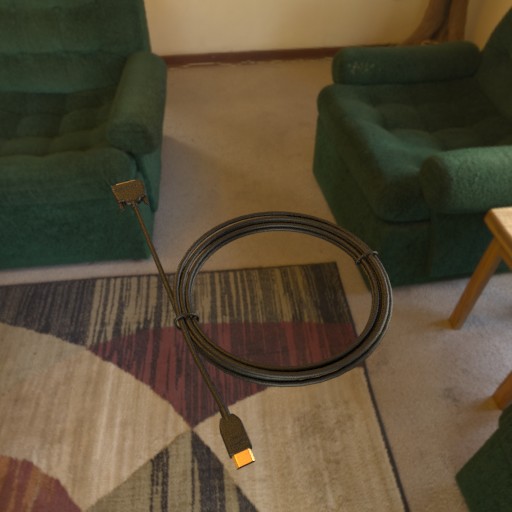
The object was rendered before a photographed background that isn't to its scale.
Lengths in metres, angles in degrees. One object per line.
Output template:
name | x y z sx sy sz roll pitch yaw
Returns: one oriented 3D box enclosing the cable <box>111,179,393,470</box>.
cable | 0.000 0.000 0.518 0.257 0.030 0.422 -18 48 -17
